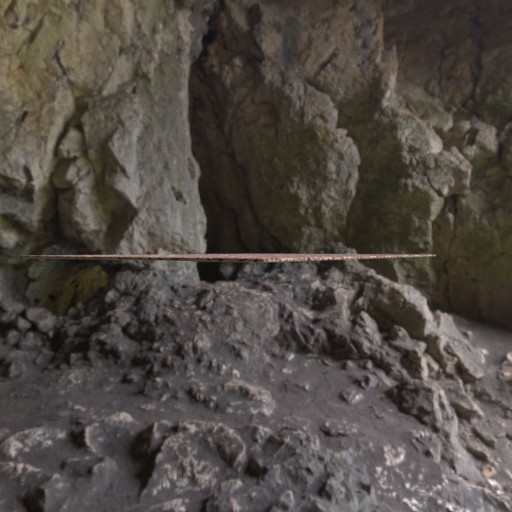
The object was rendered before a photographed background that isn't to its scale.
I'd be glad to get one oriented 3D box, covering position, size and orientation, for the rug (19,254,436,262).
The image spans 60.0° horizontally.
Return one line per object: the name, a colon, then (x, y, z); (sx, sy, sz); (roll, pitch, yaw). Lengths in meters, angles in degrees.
rug: (0.000, 0.000, 4.182); (2.446, 0.020, 3.215); (0, 1, 36)
